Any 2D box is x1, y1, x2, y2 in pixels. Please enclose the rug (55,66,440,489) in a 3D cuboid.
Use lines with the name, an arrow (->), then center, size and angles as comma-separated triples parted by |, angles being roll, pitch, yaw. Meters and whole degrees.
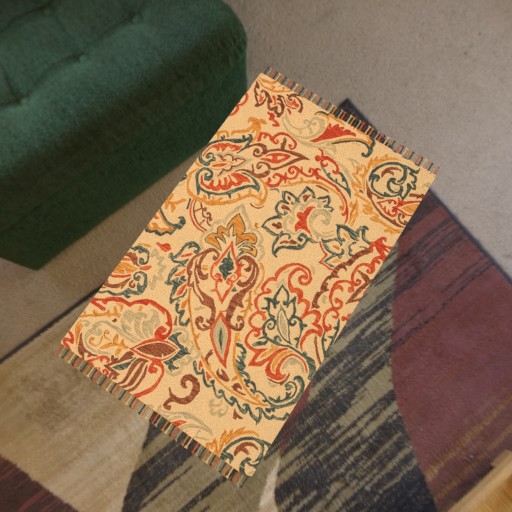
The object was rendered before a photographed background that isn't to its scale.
rug -> 0.000, 0.000, 3.091 | 1.523, 0.010, 2.584 | 33, 80, 7
